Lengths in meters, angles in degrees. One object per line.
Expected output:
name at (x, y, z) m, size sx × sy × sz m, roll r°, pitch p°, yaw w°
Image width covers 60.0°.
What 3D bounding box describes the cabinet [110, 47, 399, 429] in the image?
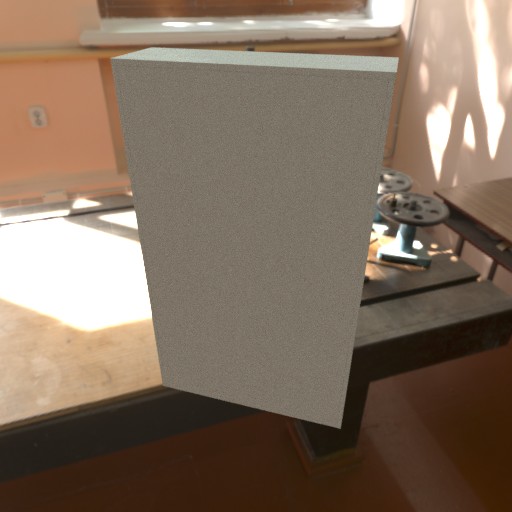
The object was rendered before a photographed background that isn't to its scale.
cabinet at (0.000, 0.000, 1.552) m, size 0.750 × 1.280 × 0.250 m, roll 9°, pitch 33°, yaw 14°
